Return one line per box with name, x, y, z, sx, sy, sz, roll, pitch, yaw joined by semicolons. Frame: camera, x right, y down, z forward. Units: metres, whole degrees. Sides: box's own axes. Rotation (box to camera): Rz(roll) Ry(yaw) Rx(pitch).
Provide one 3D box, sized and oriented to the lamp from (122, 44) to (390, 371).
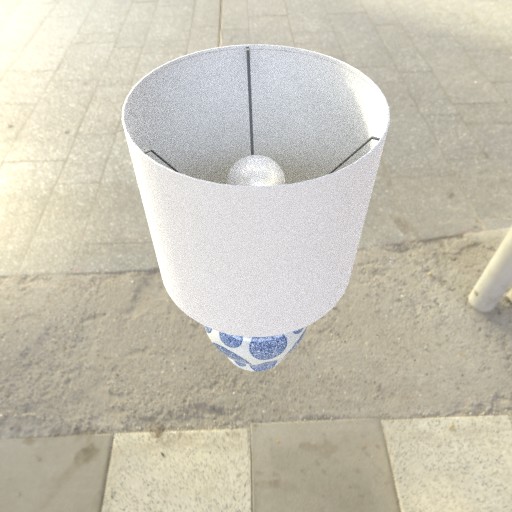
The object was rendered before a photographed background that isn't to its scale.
lamp;0.000;0.000;0.504;0.215;0.381;0.215;-3;49;-3
